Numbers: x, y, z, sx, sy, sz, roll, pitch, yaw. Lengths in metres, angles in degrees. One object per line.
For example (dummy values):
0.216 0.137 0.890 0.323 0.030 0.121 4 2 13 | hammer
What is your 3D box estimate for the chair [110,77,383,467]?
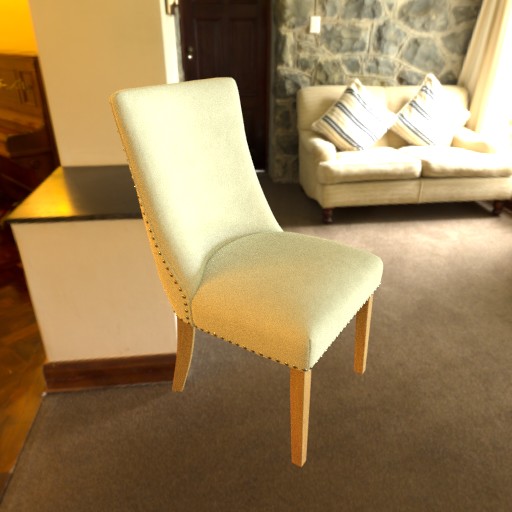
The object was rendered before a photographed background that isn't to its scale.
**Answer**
0.000 0.000 1.270 0.610 0.902 0.495 17 31 30 | chair
